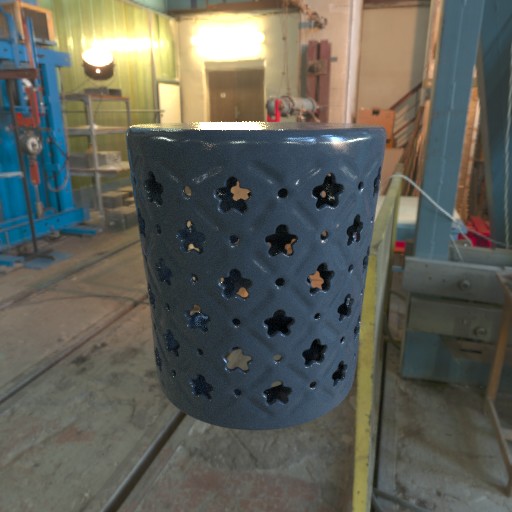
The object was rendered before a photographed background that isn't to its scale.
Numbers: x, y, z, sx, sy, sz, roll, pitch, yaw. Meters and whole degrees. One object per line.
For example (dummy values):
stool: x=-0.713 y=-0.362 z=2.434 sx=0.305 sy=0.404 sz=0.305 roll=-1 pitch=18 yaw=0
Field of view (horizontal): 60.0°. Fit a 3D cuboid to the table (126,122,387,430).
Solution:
table: x=0.000 y=0.000 z=0.672 sx=0.352 sy=0.387 sz=0.352 roll=0 pitch=18 yaw=0
